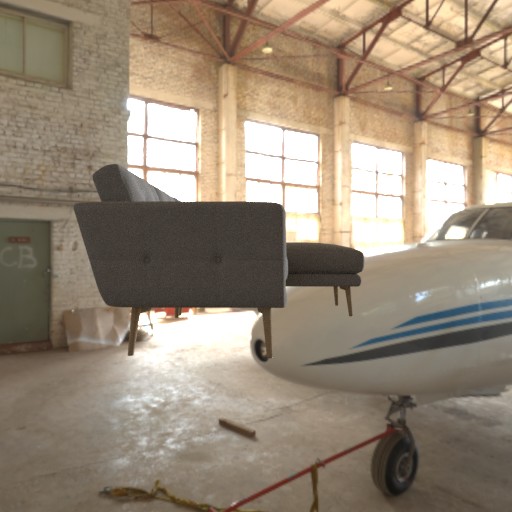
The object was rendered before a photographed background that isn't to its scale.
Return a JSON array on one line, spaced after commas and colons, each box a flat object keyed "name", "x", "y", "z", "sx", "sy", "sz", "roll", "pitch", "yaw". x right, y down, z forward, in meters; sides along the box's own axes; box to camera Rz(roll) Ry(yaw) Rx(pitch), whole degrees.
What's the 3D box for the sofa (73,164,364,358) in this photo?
[{"name": "sofa", "x": 0.000, "y": 0.000, "z": 2.849, "sx": 1.530, "sy": 0.860, "sz": 2.040, "roll": 0, "pitch": 0, "yaw": 1}]
